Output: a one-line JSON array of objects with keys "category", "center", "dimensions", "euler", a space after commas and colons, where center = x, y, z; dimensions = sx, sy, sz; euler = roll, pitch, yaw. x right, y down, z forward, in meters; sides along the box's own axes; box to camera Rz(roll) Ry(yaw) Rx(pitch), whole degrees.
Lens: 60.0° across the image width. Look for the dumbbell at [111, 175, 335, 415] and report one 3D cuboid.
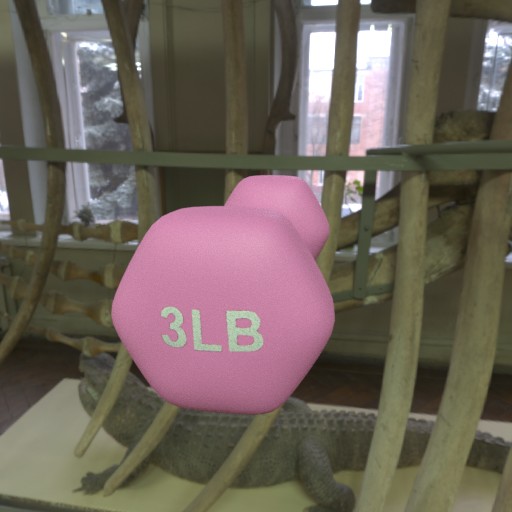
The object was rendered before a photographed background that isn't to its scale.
[{"category": "dumbbell", "center": [0.000, 0.000, 0.187], "dimensions": [0.064, 0.058, 0.159], "euler": [2, 15, 9]}]
